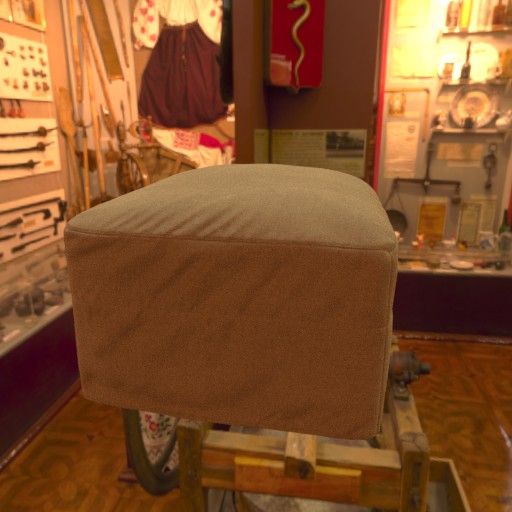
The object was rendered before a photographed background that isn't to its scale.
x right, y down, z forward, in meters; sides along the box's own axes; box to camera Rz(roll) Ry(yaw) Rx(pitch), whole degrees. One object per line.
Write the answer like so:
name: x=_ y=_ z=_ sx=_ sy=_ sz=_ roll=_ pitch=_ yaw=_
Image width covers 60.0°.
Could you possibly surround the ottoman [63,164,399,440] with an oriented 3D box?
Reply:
ottoman: x=0.000 y=0.000 z=1.230 sx=0.683 sy=0.481 sz=0.837 roll=3 pitch=17 yaw=10
